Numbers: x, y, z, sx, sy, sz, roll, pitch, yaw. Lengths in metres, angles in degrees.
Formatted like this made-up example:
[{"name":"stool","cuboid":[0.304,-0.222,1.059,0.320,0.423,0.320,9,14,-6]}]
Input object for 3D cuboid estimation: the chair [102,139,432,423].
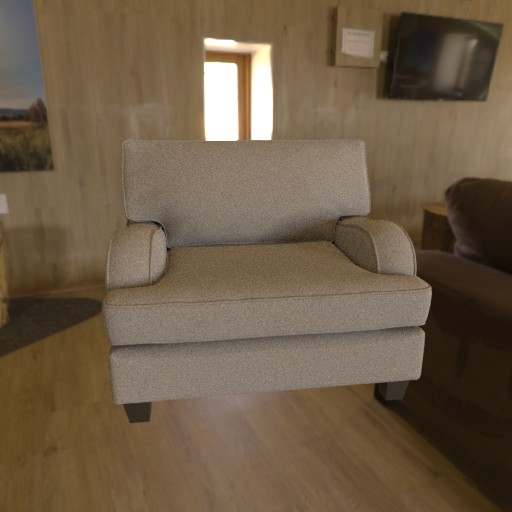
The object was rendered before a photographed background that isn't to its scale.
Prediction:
[{"name":"chair","cuboid":[0.000,0.000,2.020,1.220,1.016,1.040,-2,17,-8]}]
